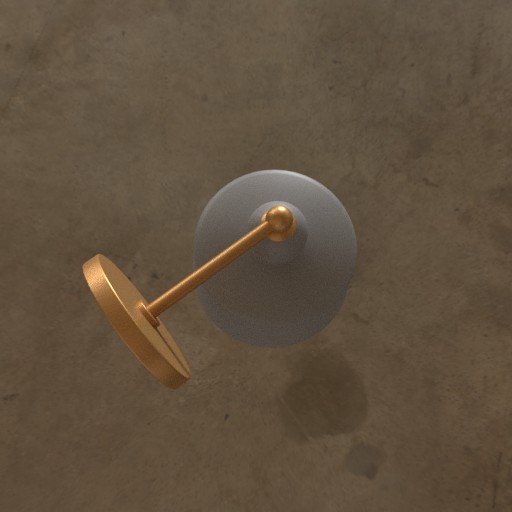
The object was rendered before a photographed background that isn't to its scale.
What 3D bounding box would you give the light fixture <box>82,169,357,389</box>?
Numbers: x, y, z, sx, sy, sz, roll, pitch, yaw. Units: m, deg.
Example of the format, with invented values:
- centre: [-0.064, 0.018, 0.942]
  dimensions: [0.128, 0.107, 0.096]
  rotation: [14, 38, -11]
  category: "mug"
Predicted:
- centre: [0.000, 0.000, 0.449]
  dimensions: [0.254, 0.268, 0.204]
  rotation: [-36, 79, -8]
  category: "light fixture"
